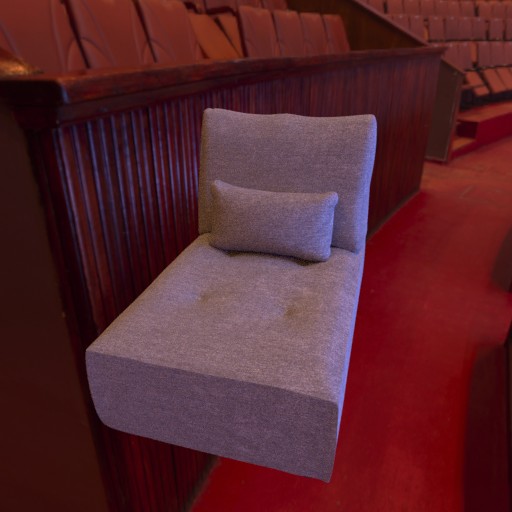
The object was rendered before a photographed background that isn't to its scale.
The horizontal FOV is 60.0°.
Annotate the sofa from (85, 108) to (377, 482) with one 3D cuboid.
[{"bbox_3d":[0.000,0.000,1.503,0.700,0.820,1.000,7,28,14],"label":"sofa"}]
